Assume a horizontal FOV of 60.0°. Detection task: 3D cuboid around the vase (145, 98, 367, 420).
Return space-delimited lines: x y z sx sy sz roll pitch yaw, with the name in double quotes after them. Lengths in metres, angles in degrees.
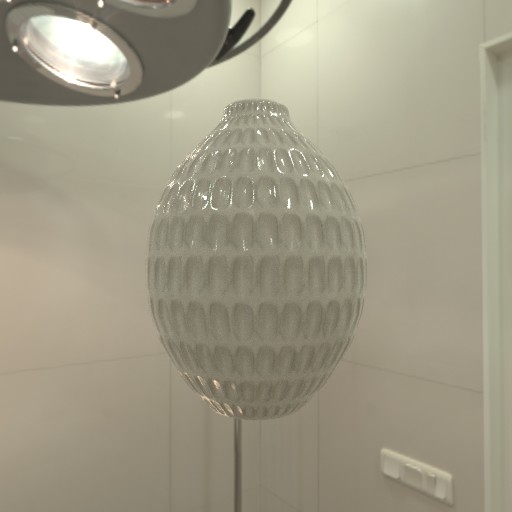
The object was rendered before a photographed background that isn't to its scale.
0.000 0.000 0.334 0.162 0.223 0.162 0 -1 0 "vase"
